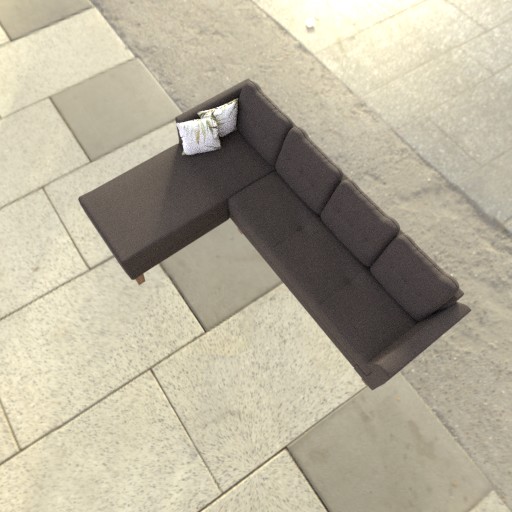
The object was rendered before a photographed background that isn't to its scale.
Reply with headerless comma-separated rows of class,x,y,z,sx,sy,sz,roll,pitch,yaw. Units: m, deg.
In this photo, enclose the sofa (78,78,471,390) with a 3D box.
sofa,0.000,0.000,3.554,1.829,0.932,2.679,-34,69,-15
